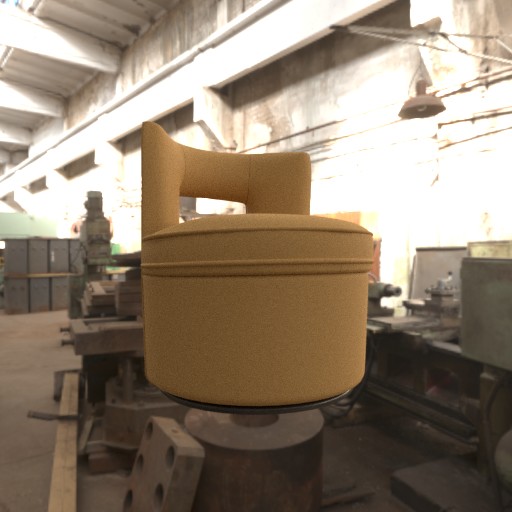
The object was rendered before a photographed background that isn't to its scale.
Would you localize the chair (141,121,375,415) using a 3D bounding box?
[{"bbox_3d":[0.000,0.000,1.275,0.650,0.723,0.665,0,0,-38],"label":"chair"}]
